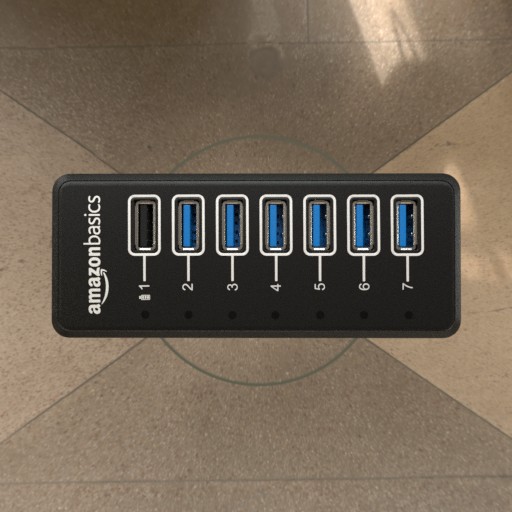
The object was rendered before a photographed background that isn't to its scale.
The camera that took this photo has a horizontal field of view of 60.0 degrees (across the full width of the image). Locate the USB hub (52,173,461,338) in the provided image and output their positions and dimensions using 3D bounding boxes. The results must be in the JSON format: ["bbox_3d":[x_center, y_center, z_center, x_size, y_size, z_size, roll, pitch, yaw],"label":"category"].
[{"bbox_3d":[0.000,0.000,0.129,0.110,0.023,0.044,0,89,0],"label":"USB hub"}]
